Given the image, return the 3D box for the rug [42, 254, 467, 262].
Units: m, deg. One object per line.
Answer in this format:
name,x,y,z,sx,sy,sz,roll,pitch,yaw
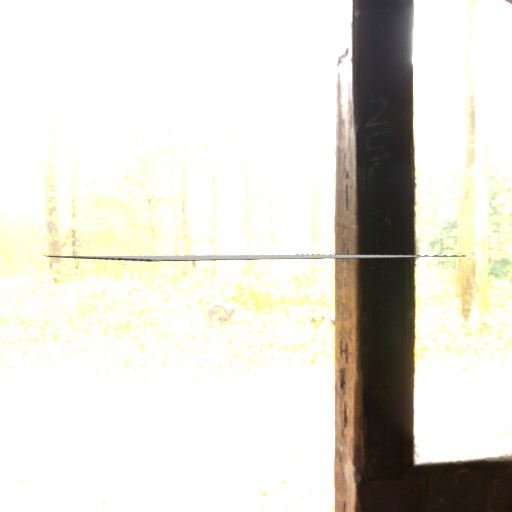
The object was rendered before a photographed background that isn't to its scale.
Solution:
rug,0.000,0.000,4.358,3.416,0.016,2.471,-1,1,-37
